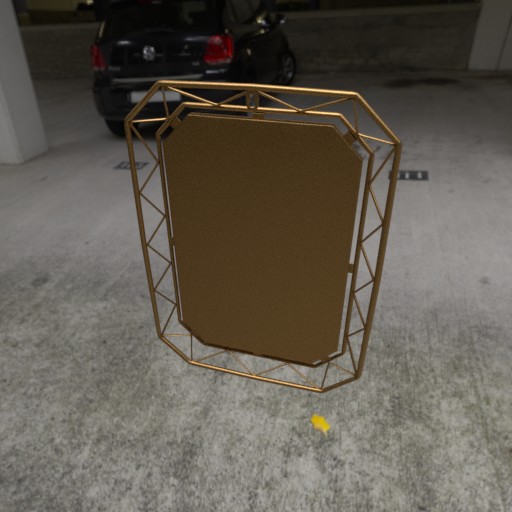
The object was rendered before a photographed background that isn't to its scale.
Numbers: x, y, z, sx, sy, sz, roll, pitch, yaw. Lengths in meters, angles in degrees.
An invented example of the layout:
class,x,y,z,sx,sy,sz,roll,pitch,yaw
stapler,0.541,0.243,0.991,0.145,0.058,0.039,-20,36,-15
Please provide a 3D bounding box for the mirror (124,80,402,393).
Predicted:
class,x,y,z,sx,sy,sz,roll,pitch,yaw
mirror,0.000,0.000,0.758,0.417,0.566,0.042,9,33,13
